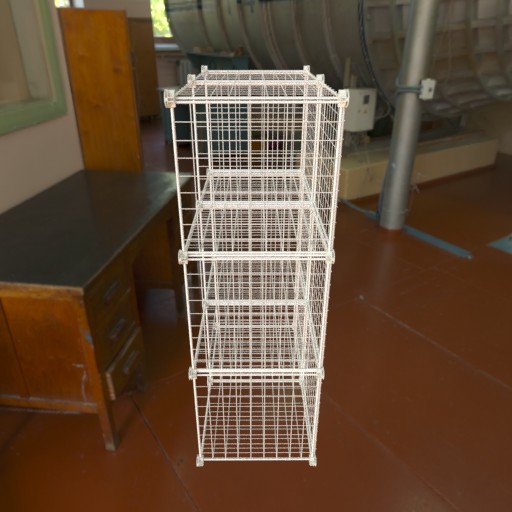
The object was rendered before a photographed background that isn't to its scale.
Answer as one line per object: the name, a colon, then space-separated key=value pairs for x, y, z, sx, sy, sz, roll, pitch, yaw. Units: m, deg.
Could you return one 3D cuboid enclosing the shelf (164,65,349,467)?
shelf: x=0.000 y=0.000 z=1.401 sx=0.356 sy=1.067 sz=0.711 roll=0 pitch=27 yaw=0
